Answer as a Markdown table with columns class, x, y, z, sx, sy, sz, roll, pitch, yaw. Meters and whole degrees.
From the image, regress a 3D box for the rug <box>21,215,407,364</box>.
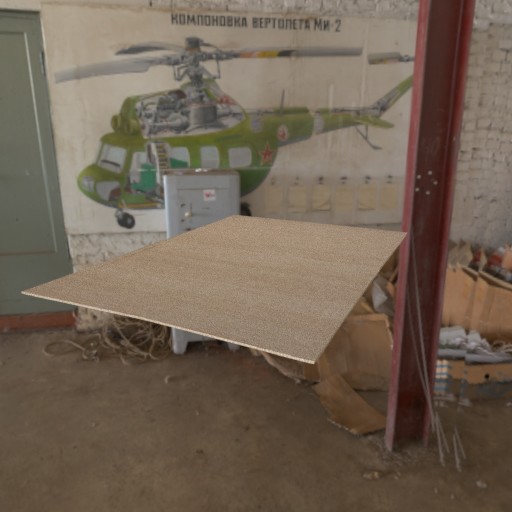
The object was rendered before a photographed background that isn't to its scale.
| class | x | y | z | sx | sy | sz | roll | pitch | yaw |
| --- | --- | --- | --- | --- | --- | --- | --- | --- | --- |
| rug | 0.000 | 0.000 | 3.714 | 2.032 | 0.038 | 2.869 | 8 | 19 | 25 |
